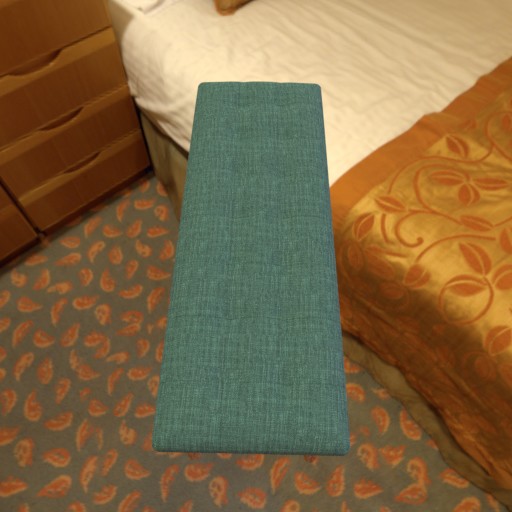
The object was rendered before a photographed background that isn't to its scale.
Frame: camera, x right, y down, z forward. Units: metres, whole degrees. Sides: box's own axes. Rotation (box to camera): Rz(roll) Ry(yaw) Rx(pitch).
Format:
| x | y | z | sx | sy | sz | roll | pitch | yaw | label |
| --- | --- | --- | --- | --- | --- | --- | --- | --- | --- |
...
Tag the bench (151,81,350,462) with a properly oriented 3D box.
| x | y | z | sx | sy | sz | roll | pitch | yaw | label |
| --- | --- | --- | --- | --- | --- | --- | --- | --- | --- |
| 0.000 | 0.000 | 1.321 | 0.406 | 0.432 | 1.118 | 1 | 59 | 1 | bench |
